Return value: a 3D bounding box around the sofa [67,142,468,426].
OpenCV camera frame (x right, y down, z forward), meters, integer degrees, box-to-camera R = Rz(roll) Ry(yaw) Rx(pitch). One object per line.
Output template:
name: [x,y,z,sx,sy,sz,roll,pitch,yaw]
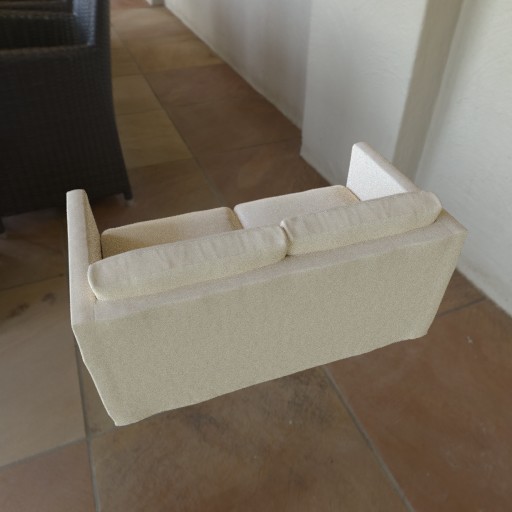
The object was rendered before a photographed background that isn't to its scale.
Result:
sofa: [0.000,0.000,2.303,1.746,0.834,0.962,-13,42,-14]
